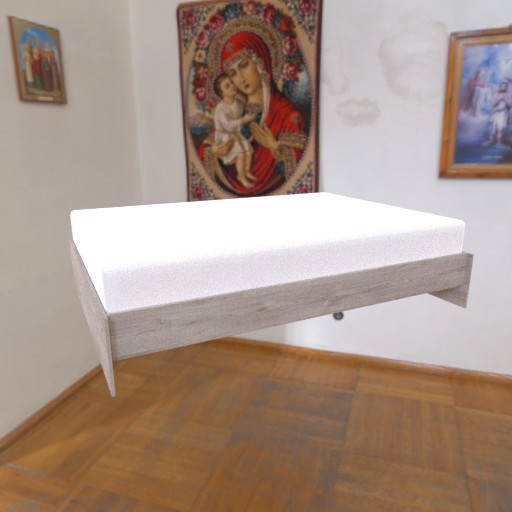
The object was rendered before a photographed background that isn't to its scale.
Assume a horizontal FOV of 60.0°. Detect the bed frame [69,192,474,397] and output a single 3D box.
[{"bbox_3d":[0.000,0.000,2.648,1.945,0.497,1.445,-8,17,-26],"label":"bed frame"}]
